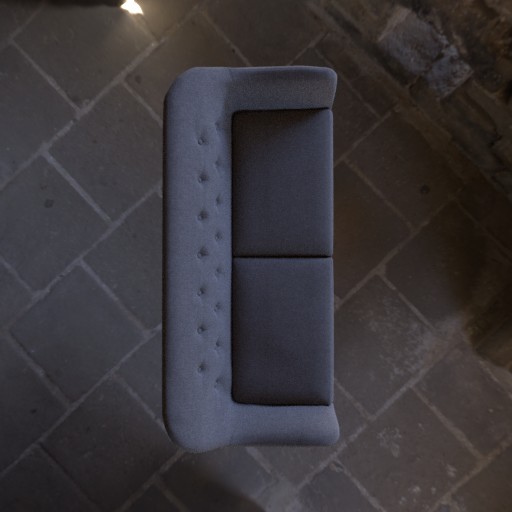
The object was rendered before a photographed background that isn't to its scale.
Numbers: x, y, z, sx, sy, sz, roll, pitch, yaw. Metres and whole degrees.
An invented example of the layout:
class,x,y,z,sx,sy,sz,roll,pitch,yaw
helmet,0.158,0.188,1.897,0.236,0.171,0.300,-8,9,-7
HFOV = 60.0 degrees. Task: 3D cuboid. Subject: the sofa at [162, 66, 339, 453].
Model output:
class,x,y,z,sx,sy,sz,roll,pitch,yaw
sofa,0.000,0.000,2.282,0.820,0.820,1.840,0,89,-1
